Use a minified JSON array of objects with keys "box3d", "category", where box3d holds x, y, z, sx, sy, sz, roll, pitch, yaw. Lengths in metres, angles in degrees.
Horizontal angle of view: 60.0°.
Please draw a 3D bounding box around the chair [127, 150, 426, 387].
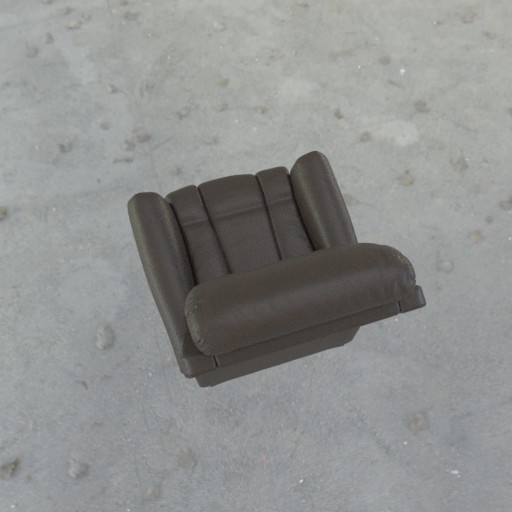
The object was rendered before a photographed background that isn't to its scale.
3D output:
[{"box3d":[0.000,0.000,1.699,0.869,1.028,0.978,-15,61,-9],"category":"chair"}]
